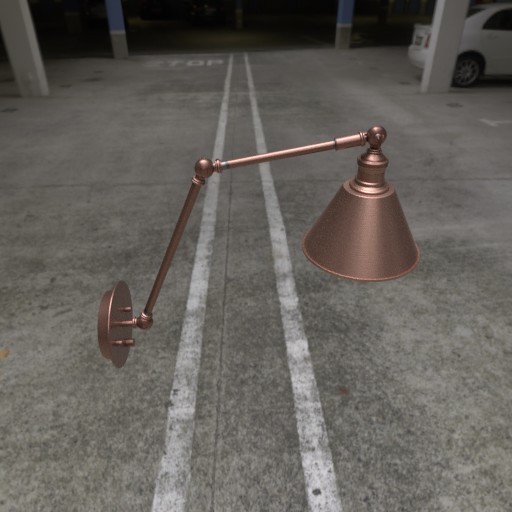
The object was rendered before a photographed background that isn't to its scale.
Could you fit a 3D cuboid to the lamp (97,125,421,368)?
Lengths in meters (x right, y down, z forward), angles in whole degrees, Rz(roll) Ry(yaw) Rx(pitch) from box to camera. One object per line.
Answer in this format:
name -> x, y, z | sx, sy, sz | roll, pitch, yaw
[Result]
lamp -> 0.000, 0.000, 0.858 | 0.624, 0.502, 0.223 | -1, 33, -2
